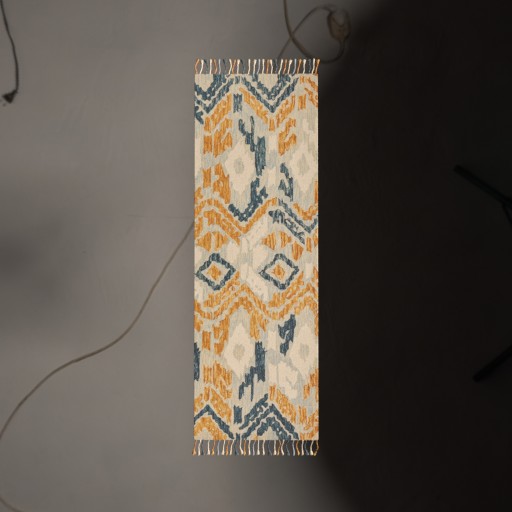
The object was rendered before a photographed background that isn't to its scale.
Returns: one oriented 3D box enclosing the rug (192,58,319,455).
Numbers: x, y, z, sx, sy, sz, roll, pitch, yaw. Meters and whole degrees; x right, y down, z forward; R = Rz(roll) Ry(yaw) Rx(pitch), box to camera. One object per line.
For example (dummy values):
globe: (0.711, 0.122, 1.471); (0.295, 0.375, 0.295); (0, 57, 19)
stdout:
rug: (0.000, 0.000, 2.721); (0.783, 0.010, 2.437); (0, 89, 0)
